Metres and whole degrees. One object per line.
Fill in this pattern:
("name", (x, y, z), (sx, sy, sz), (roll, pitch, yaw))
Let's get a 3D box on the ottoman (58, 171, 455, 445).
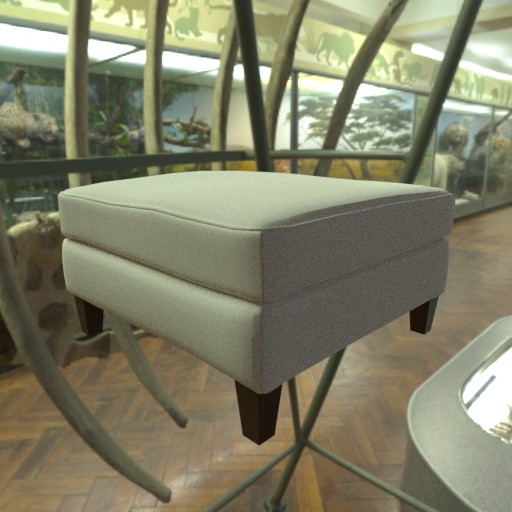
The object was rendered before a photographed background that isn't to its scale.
("ottoman", (0.000, 0.000, 1.314), (0.838, 0.479, 0.838), (14, 20, 43))
